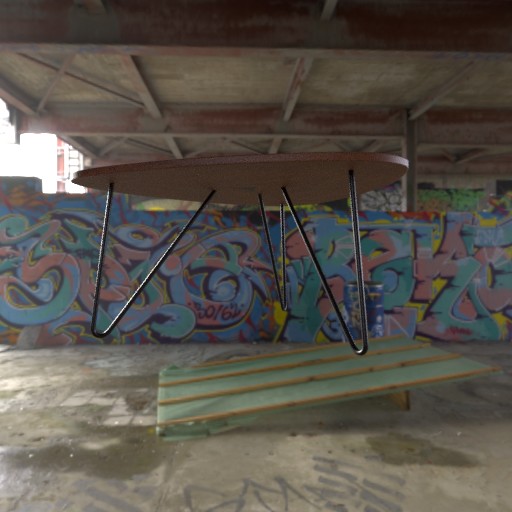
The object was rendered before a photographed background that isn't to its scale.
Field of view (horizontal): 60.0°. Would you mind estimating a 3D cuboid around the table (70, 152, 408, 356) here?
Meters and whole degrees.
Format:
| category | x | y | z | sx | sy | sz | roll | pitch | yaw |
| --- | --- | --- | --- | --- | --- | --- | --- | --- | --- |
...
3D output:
| category | x | y | z | sx | sy | sz | roll | pitch | yaw |
| --- | --- | --- | --- | --- | --- | --- | --- | --- | --- |
| table | 0.000 | 0.000 | 1.303 | 0.833 | 0.413 | 0.821 | 0 | 0 | 17 |
